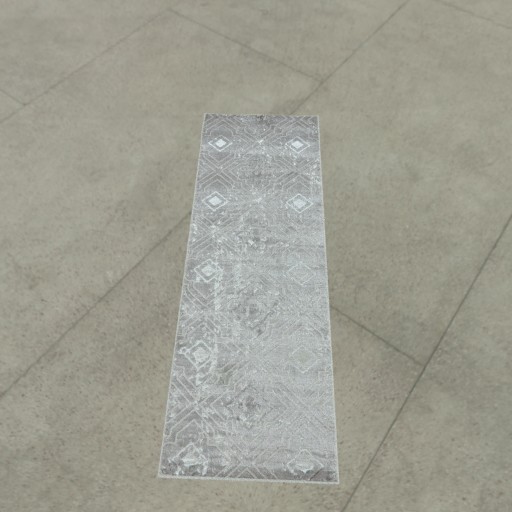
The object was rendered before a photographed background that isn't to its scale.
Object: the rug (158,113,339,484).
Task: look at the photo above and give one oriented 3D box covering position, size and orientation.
[{"bbox_3d":[0.000,0.000,2.622,0.832,0.035,2.381,2,59,1],"label":"rug"}]
